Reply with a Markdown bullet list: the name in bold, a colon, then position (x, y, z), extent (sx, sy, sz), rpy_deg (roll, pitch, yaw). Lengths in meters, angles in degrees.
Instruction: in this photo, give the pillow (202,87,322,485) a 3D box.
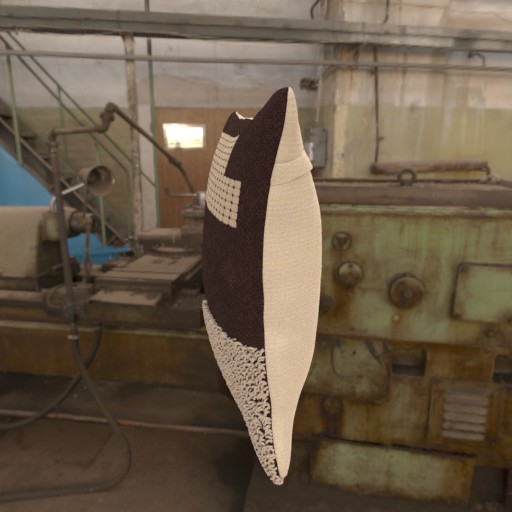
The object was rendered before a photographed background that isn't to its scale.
- **pillow**: position (0.000, 0.000, 0.715), extent (0.178, 0.473, 0.475), rpy_deg (-2, 15, -8)
